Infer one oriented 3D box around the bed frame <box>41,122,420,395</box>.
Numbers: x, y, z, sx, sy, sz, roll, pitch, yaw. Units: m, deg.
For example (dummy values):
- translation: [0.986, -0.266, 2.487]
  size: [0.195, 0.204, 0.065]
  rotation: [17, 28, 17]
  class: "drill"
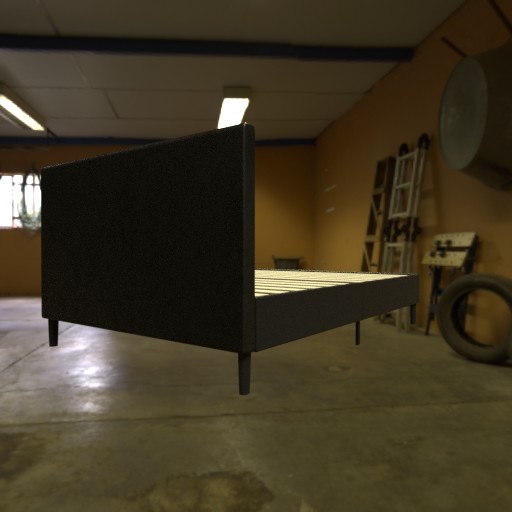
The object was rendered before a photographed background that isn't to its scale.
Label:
- translation: [0.000, 0.000, 3.212]
  size: [1.634, 1.127, 2.318]
  rotation: [1, 1, 37]
  class: "bed frame"
